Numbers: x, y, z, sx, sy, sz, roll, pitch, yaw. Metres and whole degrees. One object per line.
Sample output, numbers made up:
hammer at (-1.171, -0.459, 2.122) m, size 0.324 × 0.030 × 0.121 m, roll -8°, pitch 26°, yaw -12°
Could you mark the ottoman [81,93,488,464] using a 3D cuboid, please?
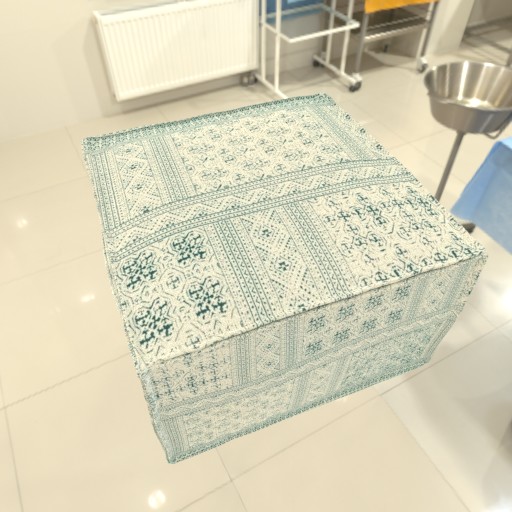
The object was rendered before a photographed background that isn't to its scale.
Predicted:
ottoman at (0.000, 0.000, 0.996) m, size 0.626 × 0.439 × 0.617 m, roll -16°, pitch 49°, yaw -14°
